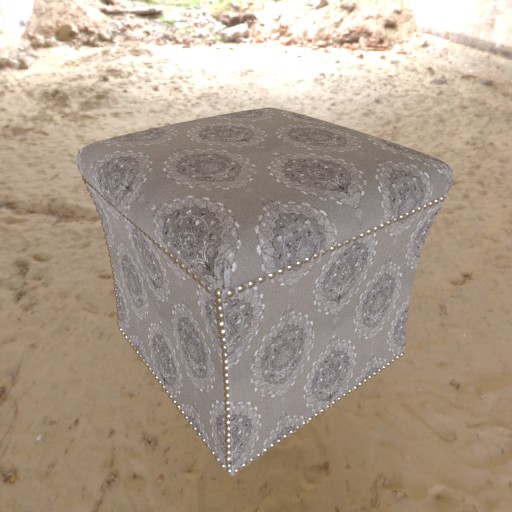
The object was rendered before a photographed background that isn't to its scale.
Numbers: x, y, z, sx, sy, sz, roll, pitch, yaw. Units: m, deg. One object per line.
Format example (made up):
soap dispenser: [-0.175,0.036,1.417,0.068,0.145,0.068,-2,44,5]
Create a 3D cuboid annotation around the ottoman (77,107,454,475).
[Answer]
ottoman: [0.000,0.000,0.887,0.497,0.473,0.507,-22,39,-31]
